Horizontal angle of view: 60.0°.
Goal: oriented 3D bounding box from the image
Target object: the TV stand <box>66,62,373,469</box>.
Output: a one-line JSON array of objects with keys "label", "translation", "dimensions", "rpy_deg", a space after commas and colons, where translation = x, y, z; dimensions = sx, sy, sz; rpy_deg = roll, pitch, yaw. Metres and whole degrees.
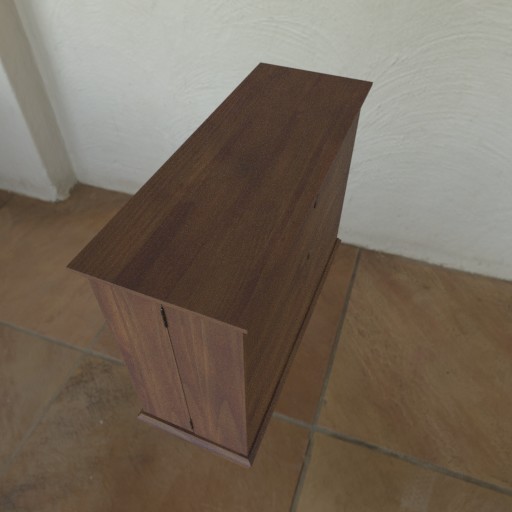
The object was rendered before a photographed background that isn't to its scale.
[{"label": "TV stand", "translation": [0.000, 0.000, 1.490], "dimensions": [0.406, 0.813, 1.067], "rpy_deg": [17, 49, 15]}]
